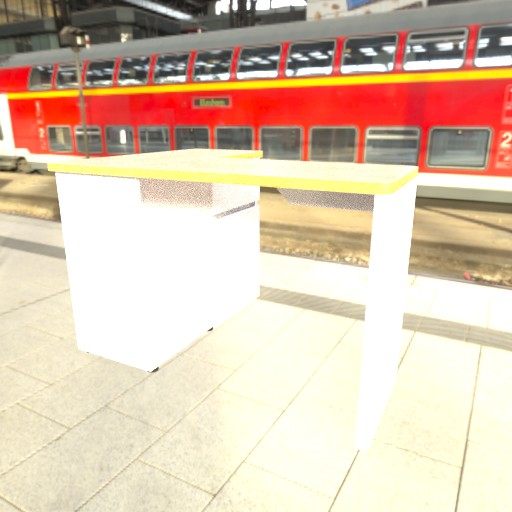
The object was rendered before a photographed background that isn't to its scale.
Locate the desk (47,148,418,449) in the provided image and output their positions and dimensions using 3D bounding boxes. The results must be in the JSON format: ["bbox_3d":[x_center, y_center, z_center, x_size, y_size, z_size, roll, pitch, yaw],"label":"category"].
[{"bbox_3d":[0.000,0.000,1.777,1.170,0.760,0.900,9,19,26],"label":"desk"}]
